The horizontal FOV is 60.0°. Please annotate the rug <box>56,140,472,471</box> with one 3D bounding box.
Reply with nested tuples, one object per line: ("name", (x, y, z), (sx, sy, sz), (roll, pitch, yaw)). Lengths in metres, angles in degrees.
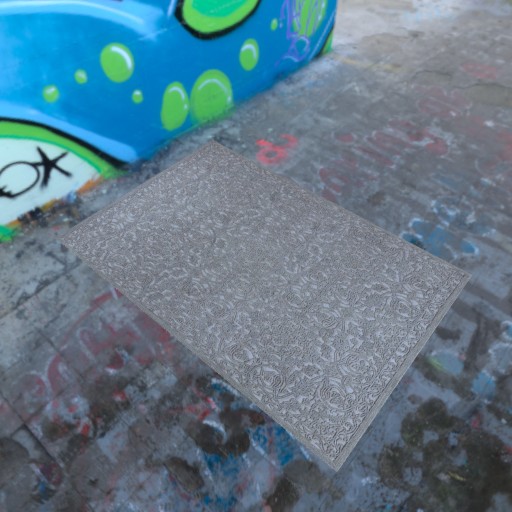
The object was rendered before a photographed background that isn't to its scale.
("rug", (0.000, 0.000, 2.327), (1.827, 0.006, 1.221), (33, 56, 26))
